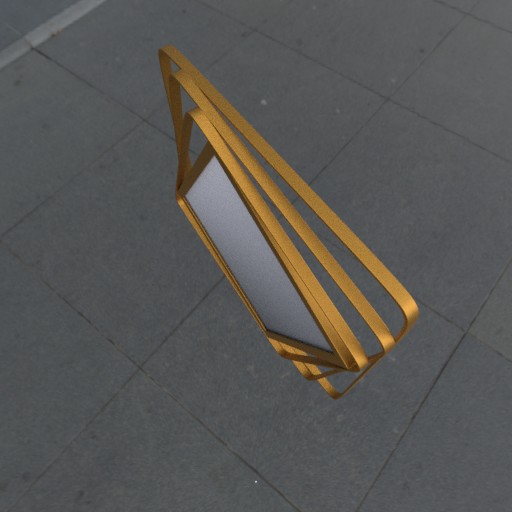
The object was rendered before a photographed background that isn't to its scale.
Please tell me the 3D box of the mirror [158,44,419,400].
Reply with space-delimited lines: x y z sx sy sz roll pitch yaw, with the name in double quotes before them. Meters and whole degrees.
"mirror" 0.000 0.000 0.683 0.045 0.468 0.470 -33 68 -16
